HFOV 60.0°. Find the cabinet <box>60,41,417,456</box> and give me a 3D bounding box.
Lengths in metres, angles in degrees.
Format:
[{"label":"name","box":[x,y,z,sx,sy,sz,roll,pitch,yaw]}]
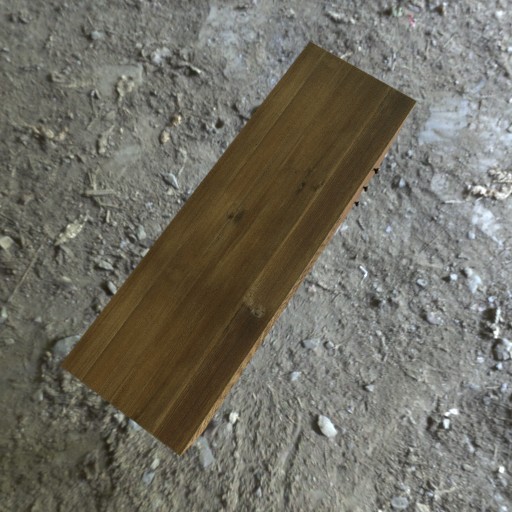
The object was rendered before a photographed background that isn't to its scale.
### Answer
[{"label":"cabinet","box":[0.000,0.000,1.831,0.472,0.800,1.400,33,78,8]}]
